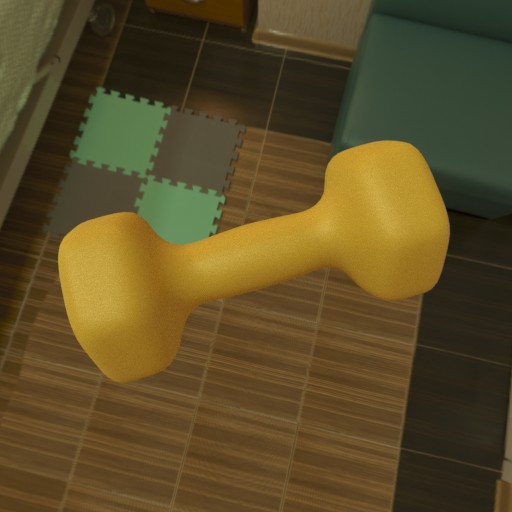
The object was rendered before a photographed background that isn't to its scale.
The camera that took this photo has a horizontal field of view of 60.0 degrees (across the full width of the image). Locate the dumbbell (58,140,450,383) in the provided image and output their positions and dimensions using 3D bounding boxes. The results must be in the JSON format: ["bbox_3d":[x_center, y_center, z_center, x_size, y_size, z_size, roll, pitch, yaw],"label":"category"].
[{"bbox_3d":[0.000,0.000,0.238,0.190,0.082,0.090,-15,77,-4],"label":"dumbbell"}]
